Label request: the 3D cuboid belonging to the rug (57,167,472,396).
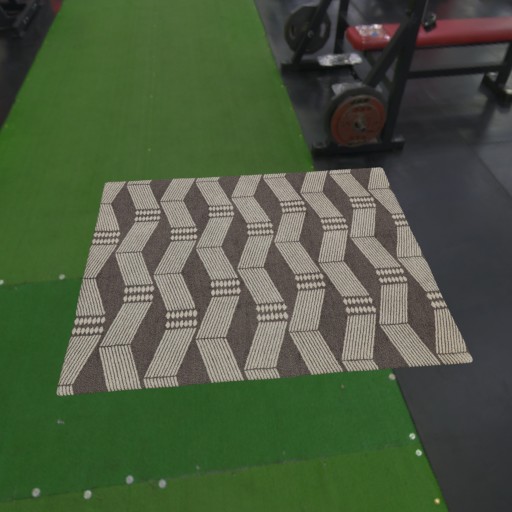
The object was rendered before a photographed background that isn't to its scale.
[{"bbox_3d":[0.000,0.000,4.040,3.048,0.016,2.438,-4,47,-3],"label":"rug"}]
